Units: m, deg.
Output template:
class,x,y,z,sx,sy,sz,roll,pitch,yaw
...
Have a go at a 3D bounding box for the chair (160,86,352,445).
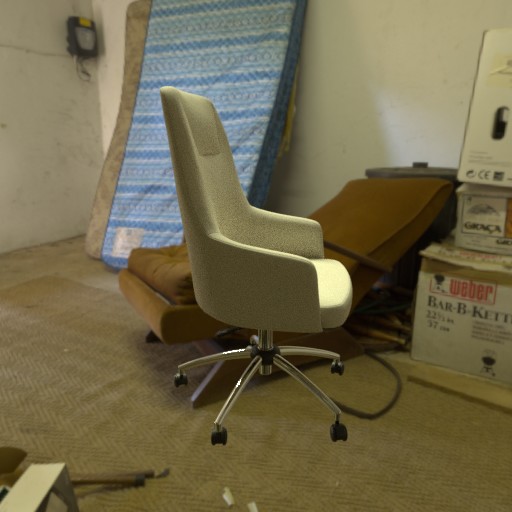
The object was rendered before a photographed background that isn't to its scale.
class,x,y,z,sx,sy,sz,roll,pitch,yaw
chair,0.000,0.000,1.481,0.640,1.049,0.620,2,15,9
